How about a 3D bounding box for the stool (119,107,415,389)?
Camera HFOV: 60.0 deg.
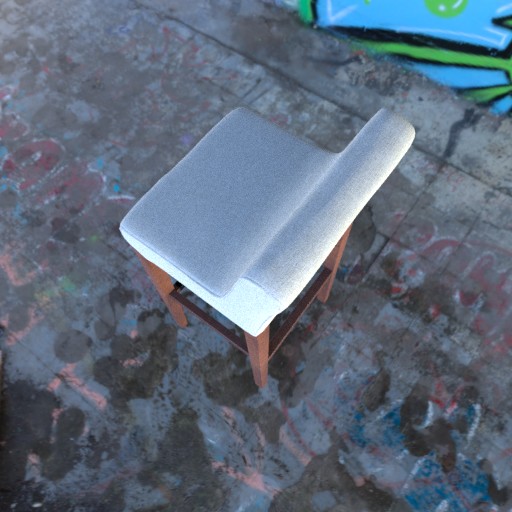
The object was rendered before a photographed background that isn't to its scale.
[{"bbox_3d":[0.000,0.000,1.354,0.500,1.037,0.511,34,68,15],"label":"stool"}]
